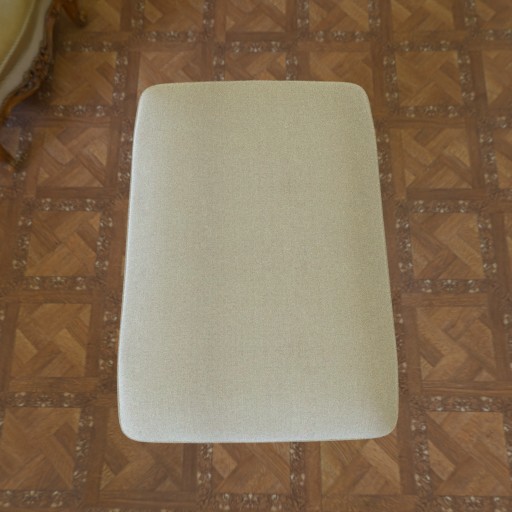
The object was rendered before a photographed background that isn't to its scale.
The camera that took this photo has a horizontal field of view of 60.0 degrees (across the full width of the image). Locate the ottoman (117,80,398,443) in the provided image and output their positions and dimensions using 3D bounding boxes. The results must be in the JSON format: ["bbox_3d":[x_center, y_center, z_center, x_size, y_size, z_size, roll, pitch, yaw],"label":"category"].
[{"bbox_3d":[0.000,0.000,1.305,0.686,0.453,0.984,-1,75,0],"label":"ottoman"}]
